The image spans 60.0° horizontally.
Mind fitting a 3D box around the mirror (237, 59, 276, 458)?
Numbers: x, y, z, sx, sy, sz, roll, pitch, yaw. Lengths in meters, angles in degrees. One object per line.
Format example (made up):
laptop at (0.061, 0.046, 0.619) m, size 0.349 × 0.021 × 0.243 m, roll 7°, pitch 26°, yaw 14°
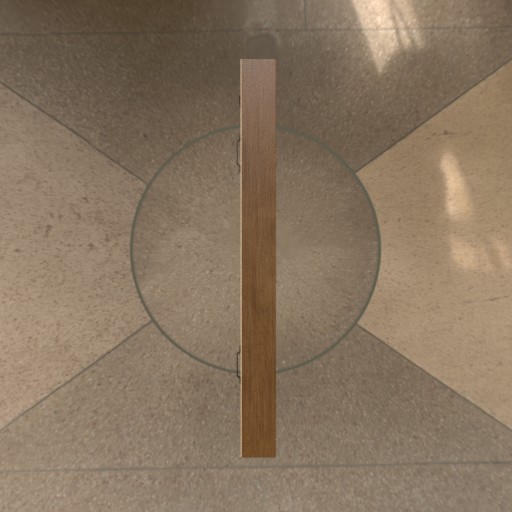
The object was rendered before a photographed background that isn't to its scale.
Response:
mirror at (0.000, 0.000, 0.703) m, size 0.041 × 0.508 × 0.405 m, roll 0°, pitch 91°, yaw 0°
